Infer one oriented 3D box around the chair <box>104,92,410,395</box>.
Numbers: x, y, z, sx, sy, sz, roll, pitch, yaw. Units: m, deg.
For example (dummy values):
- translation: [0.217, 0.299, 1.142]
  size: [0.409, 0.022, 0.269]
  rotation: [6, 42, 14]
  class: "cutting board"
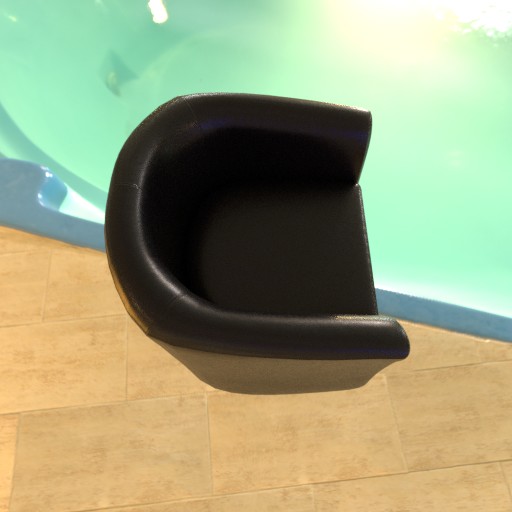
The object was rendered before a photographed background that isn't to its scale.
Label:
- translation: [0.000, 0.000, 1.400]
  size: [0.727, 0.756, 0.793]
  rotation: [0, 62, 0]
  class: "chair"
